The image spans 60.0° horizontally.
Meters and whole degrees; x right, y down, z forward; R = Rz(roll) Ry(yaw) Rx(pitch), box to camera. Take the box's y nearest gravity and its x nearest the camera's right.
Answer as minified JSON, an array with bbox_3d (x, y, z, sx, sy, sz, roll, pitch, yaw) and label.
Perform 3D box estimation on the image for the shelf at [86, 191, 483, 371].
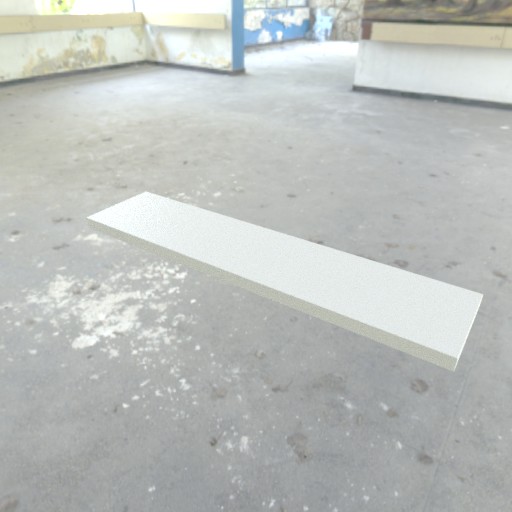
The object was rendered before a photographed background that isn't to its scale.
[{"bbox_3d":[0.000,0.000,0.670,0.610,0.020,0.140,19,36,29],"label":"shelf"}]
